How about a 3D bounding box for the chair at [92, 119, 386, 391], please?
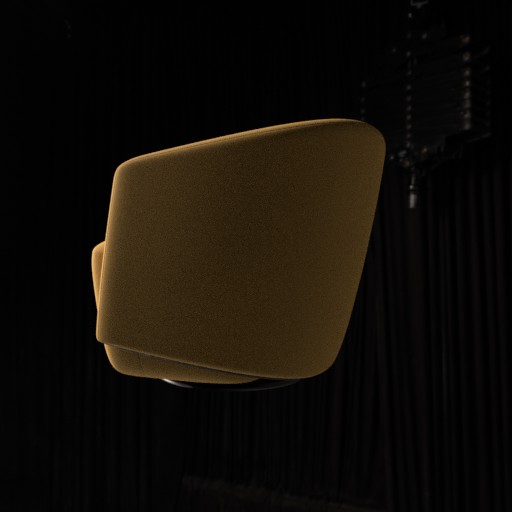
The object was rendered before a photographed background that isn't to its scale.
[{"bbox_3d":[0.000,0.000,1.369,0.767,0.698,0.773,0,0,17],"label":"chair"}]
